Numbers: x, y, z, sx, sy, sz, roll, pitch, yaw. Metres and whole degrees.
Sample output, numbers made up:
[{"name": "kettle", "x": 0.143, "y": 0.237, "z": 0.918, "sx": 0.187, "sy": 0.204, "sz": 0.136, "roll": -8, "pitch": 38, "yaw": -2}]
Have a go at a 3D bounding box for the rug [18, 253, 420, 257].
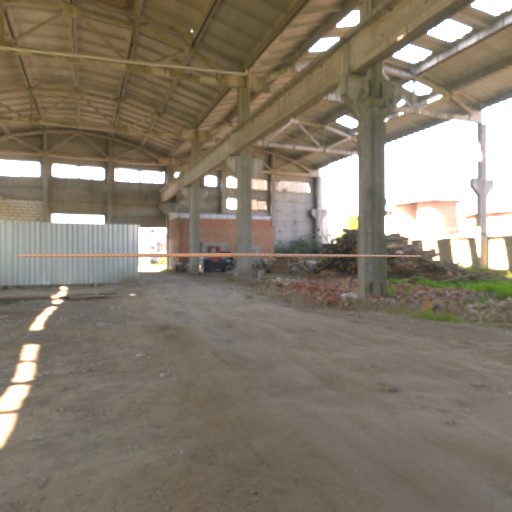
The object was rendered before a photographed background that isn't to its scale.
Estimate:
[{"name": "rug", "x": 0.000, "y": 0.000, "z": 3.017, "sx": 1.523, "sy": 0.014, "sz": 2.438, "roll": 0, "pitch": 0, "yaw": 35}]
